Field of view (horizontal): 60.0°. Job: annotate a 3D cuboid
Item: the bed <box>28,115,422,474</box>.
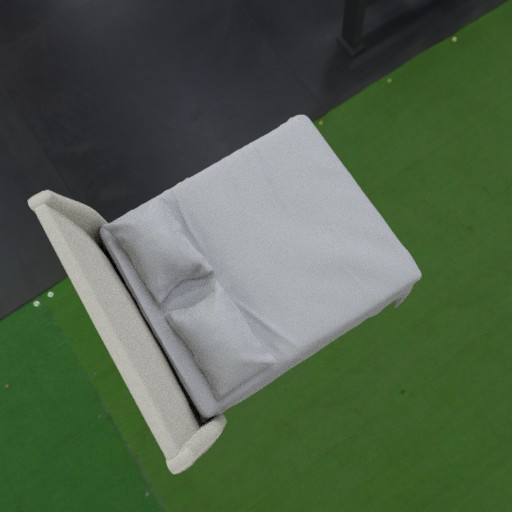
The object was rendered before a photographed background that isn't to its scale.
[{"bbox_3d":[0.000,0.000,3.383,2.276,1.332,1.925,-31,78,-7],"label":"bed"}]
